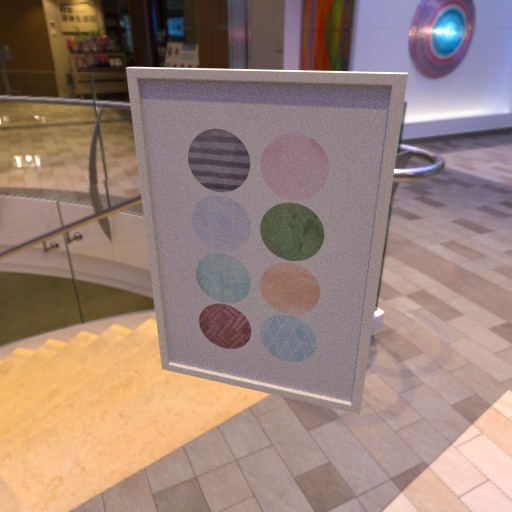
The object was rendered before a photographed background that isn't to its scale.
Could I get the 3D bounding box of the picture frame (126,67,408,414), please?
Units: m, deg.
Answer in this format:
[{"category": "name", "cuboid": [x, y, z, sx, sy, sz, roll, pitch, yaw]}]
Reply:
[{"category": "picture frame", "cuboid": [0.000, 0.000, 0.561, 0.305, 0.434, 0.013, 8, 27, 16]}]
